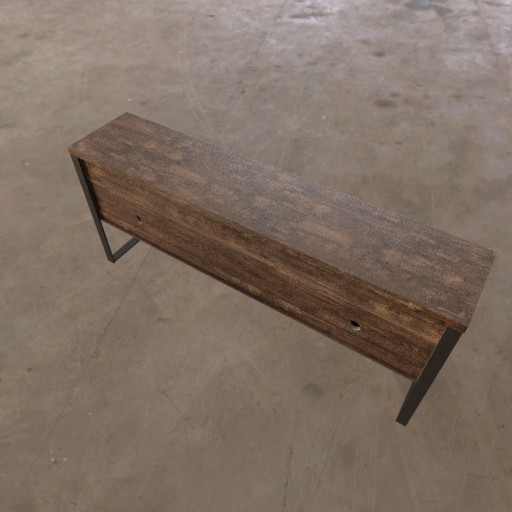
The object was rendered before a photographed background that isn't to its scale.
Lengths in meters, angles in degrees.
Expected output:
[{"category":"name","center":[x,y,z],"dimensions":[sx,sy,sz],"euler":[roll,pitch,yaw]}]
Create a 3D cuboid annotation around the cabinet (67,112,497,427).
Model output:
[{"category":"cabinet","center":[0.000,0.000,2.081],"dimensions":[1.800,0.762,0.395],"euler":[25,52,22]}]
